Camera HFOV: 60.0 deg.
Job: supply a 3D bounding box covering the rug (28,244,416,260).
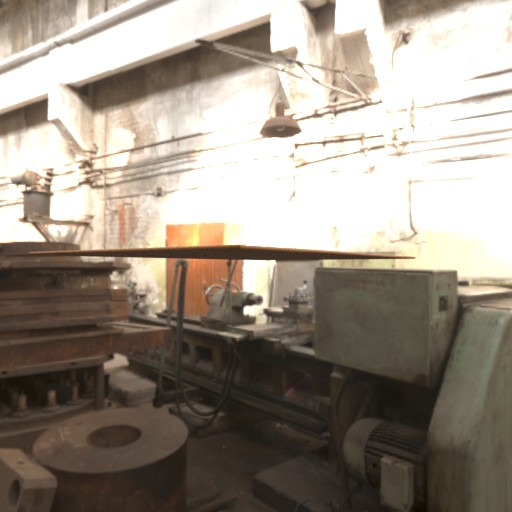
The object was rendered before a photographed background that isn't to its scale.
[{"bbox_3d":[0.000,0.000,2.155,1.078,0.013,1.678,-1,-2,35],"label":"rug"}]
